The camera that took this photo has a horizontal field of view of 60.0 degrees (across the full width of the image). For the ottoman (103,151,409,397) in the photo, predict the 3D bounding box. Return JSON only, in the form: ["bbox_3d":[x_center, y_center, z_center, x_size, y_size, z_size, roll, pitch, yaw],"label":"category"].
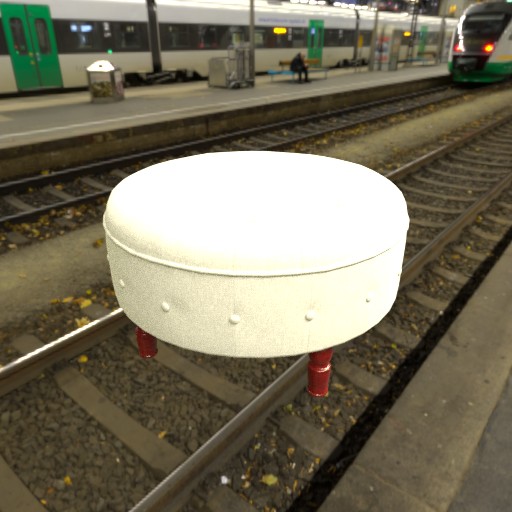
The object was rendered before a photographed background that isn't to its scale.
[{"bbox_3d":[0.000,0.000,1.358,0.850,0.483,0.850,0,26,0],"label":"ottoman"}]
